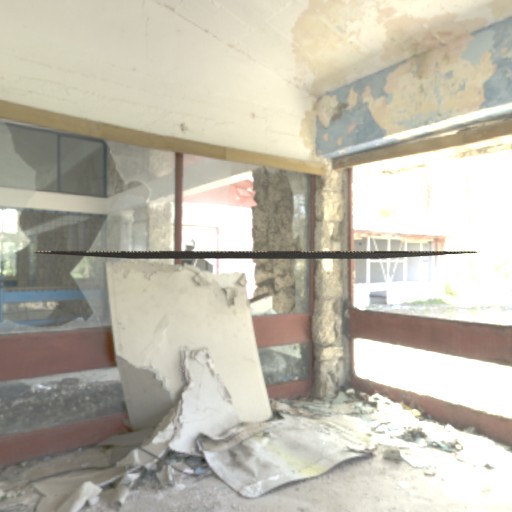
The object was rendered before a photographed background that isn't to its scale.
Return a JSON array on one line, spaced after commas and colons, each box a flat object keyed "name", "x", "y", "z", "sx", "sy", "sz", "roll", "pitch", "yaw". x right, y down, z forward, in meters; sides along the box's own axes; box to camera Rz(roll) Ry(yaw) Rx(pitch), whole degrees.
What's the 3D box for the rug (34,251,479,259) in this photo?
[{"name": "rug", "x": 0.000, "y": 0.000, "z": 4.230, "sx": 3.048, "sy": 0.016, "sz": 2.438, "roll": 0, "pitch": -1, "yaw": 0}]
